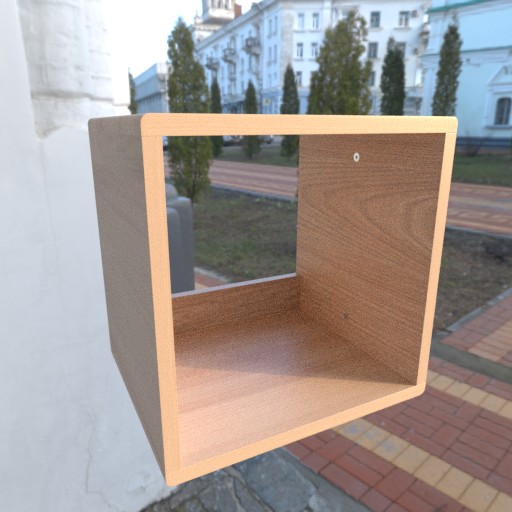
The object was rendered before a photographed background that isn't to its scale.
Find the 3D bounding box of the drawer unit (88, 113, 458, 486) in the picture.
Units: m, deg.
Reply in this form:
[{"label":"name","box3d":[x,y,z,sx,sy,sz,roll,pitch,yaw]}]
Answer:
[{"label":"drawer unit","box3d":[0.000,0.000,0.576,0.344,0.344,0.290,-8,18,-26]}]
